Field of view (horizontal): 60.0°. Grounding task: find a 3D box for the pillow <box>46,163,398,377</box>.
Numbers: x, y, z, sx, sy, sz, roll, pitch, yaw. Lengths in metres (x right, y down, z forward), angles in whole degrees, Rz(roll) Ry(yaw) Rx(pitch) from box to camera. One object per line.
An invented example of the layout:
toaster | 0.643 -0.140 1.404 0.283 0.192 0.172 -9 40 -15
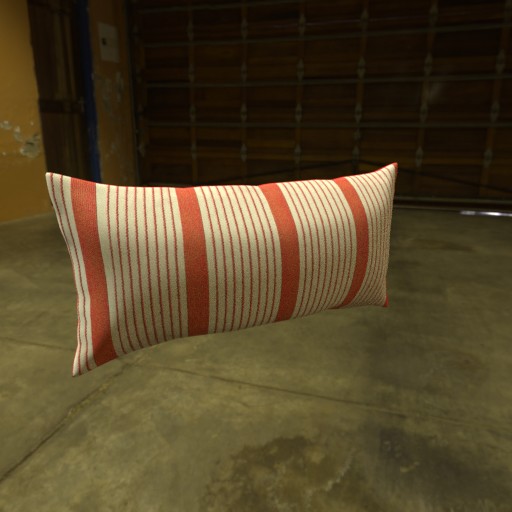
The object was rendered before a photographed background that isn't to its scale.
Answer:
pillow | 0.000 0.000 0.743 0.608 0.297 0.151 -8 17 -26
